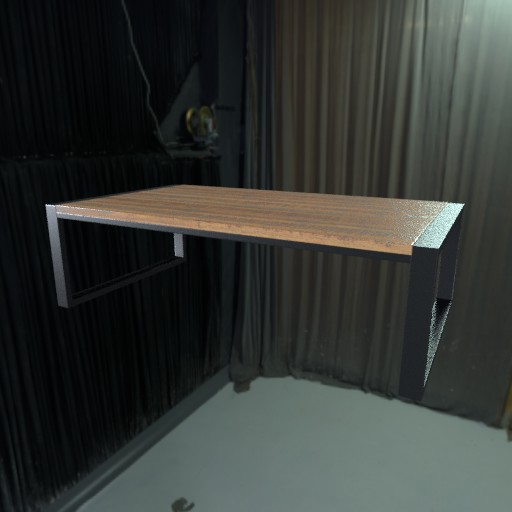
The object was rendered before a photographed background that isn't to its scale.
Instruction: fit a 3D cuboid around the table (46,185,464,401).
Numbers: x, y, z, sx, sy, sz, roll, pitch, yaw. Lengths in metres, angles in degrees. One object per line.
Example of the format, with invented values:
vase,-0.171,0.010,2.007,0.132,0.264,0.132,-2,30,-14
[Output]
table,0.000,0.000,1.687,1.350,0.400,0.750,8,17,27
